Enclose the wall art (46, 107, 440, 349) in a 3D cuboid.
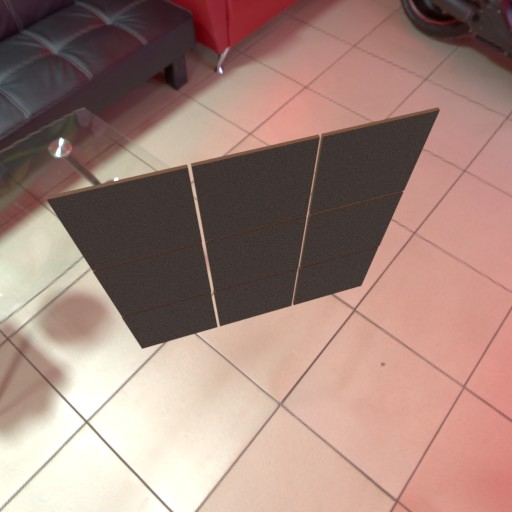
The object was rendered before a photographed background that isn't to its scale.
[{"bbox_3d":[0.000,0.000,2.300,1.527,1.521,0.017,-15,60,-9],"label":"wall art"}]
